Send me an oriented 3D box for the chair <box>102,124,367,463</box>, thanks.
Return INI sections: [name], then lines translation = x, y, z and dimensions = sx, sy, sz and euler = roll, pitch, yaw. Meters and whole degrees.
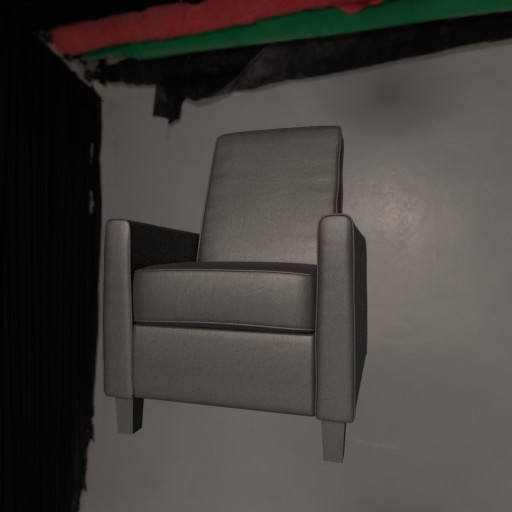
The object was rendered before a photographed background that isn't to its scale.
[chair]
translation = 0.000, 0.000, 1.492
dimensions = 0.705, 1.013, 0.746
euler = 0, 1, 16
